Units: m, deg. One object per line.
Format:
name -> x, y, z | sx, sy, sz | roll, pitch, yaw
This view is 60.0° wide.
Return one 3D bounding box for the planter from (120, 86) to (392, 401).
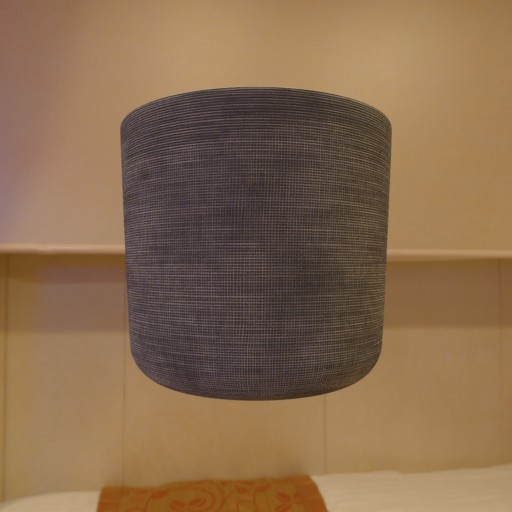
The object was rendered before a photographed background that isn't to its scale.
planter -> 0.000, 0.000, 0.746 | 0.440, 0.398, 0.440 | 0, -1, 0
